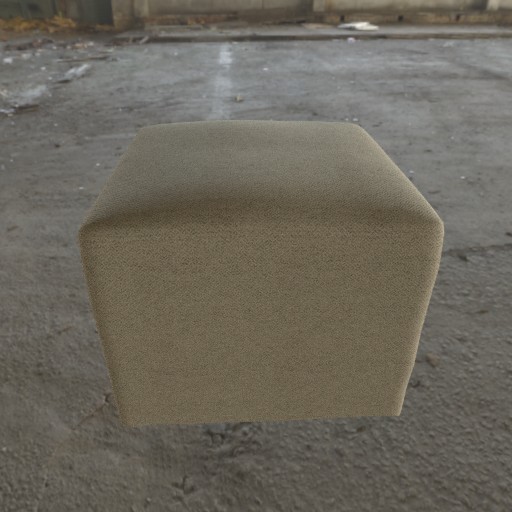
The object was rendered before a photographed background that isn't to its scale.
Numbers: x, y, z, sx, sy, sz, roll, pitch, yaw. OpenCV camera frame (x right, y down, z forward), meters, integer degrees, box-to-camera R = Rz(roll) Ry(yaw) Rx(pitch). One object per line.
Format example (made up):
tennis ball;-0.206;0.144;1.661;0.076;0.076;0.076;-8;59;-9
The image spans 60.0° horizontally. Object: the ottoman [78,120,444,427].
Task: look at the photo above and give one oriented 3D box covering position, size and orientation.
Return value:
ottoman;0.000;0.000;0.902;0.512;0.453;0.521;-1;32;-2
